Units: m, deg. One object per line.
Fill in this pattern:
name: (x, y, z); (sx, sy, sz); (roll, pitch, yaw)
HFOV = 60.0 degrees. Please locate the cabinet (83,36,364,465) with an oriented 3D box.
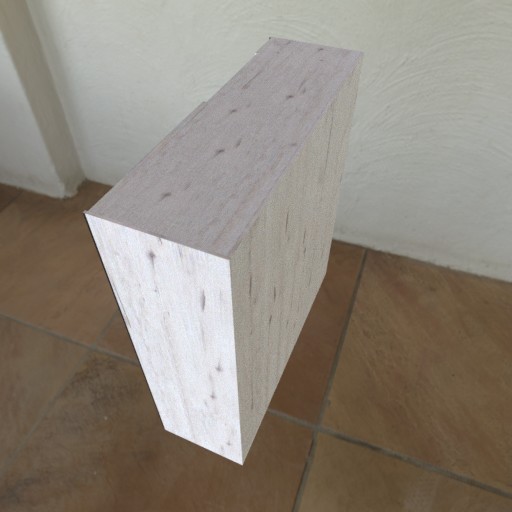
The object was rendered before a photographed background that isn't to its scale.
cabinet: (0.000, 0.000, 3.124); (0.660, 2.180, 2.000); (18, 49, 16)
